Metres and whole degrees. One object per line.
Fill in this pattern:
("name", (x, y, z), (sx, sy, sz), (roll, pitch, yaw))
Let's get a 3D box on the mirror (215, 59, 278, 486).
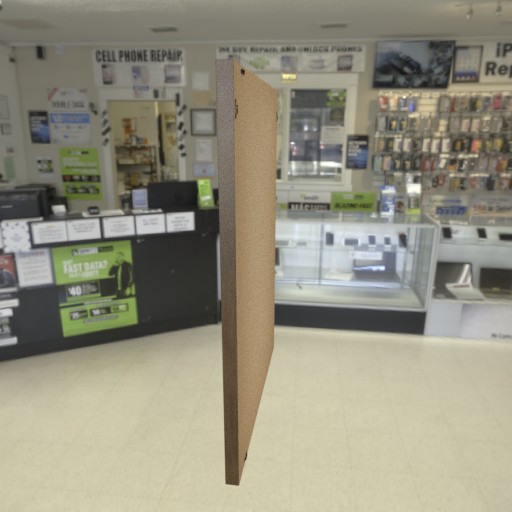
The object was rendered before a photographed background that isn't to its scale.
("mirror", (0.000, 0.000, 1.366), (0.041, 1.016, 0.762), (3, 16, 9))
